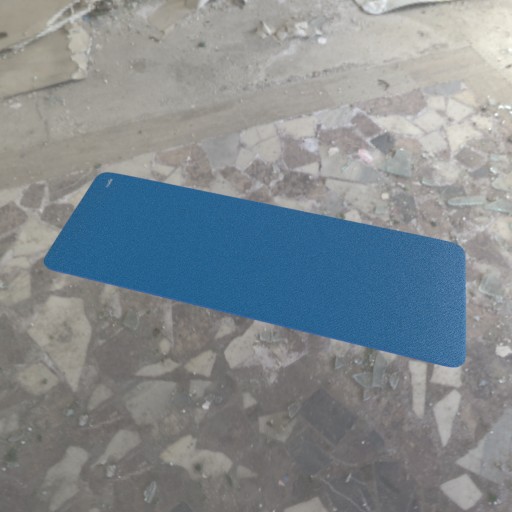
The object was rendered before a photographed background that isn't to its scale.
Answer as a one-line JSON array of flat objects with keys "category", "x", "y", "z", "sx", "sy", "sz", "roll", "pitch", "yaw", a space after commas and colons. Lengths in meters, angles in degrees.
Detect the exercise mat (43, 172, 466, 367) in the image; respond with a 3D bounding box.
[{"category": "exercise mat", "x": 0.000, "y": 0.000, "z": 2.036, "sx": 1.869, "sy": 0.021, "sz": 0.616, "roll": 13, "pitch": 58, "yaw": 8}]
